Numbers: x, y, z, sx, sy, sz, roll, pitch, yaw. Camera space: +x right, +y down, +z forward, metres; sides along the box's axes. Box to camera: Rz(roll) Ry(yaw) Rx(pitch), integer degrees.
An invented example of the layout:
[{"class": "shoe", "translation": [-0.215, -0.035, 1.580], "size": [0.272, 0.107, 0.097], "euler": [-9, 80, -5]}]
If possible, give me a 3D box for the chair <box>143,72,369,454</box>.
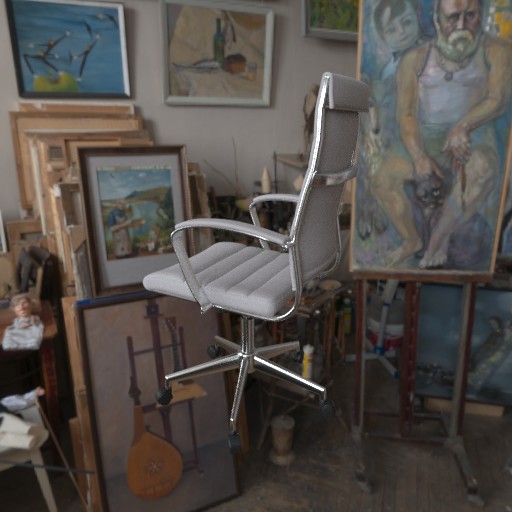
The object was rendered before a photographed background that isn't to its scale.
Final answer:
[{"class": "chair", "translation": [0.000, 0.000, 1.575], "size": [0.667, 1.149, 0.679], "euler": [8, 18, 24]}]
